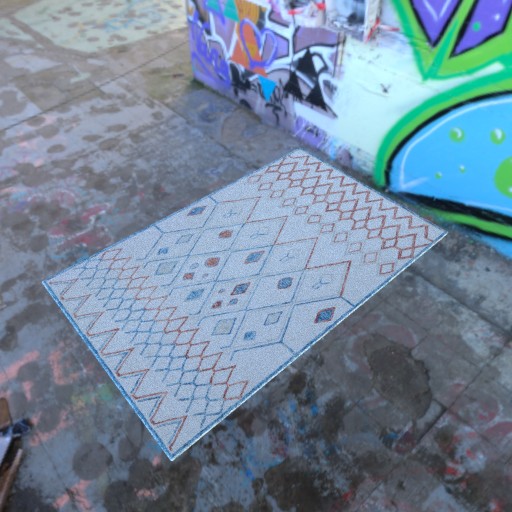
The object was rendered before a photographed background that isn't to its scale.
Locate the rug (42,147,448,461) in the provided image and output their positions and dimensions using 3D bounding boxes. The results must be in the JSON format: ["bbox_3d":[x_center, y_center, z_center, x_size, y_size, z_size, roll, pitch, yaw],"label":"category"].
[{"bbox_3d":[0.000,0.000,3.096,2.438,0.015,1.524,-33,54,-27],"label":"rug"}]
